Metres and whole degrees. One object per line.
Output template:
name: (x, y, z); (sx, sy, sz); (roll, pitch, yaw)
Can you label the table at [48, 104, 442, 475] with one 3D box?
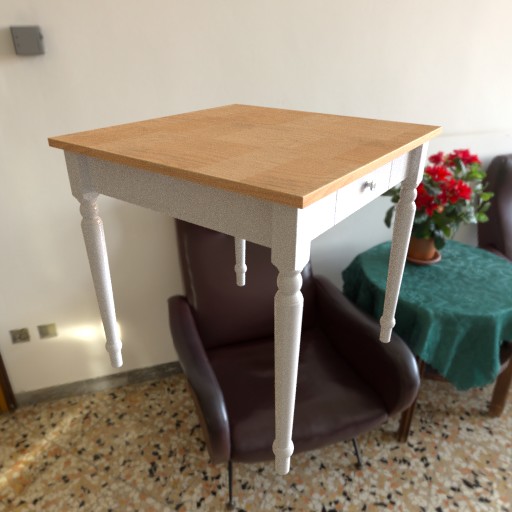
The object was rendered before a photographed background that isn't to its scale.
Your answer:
table: (0.000, 0.000, 1.342); (0.747, 0.738, 0.747); (19, 32, 32)
